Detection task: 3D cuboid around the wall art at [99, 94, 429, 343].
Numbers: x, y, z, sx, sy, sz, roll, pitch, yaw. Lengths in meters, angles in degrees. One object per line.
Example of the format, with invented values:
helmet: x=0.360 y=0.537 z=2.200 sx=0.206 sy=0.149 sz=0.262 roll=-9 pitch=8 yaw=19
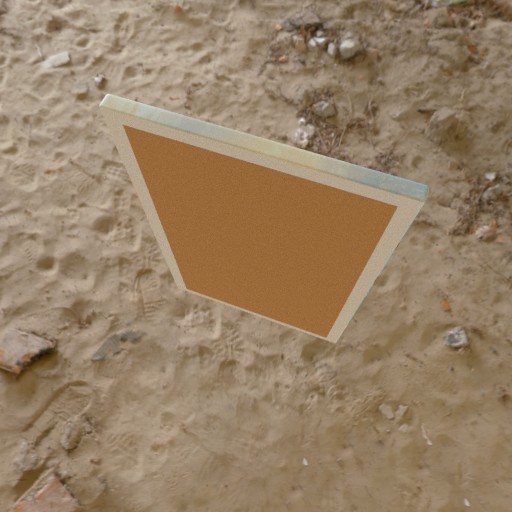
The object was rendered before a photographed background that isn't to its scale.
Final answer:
wall art: x=0.000 y=0.000 z=1.188 sx=0.605 sy=0.915 sz=0.037 roll=18 pitch=66 yaw=9
